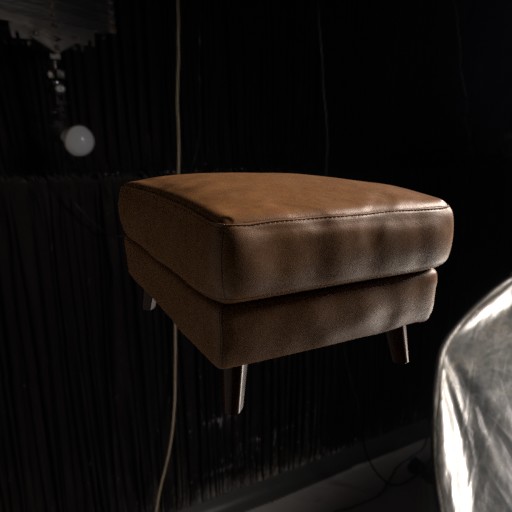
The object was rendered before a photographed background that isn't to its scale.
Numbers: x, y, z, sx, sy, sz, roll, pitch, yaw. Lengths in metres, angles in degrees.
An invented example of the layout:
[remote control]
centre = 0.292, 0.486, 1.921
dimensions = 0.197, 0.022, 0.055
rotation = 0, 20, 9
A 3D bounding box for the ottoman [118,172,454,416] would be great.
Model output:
[ottoman]
centre = 0.000, 0.000, 1.263
dimensions = 0.630, 0.461, 0.869
rotation = -7, 16, -27
